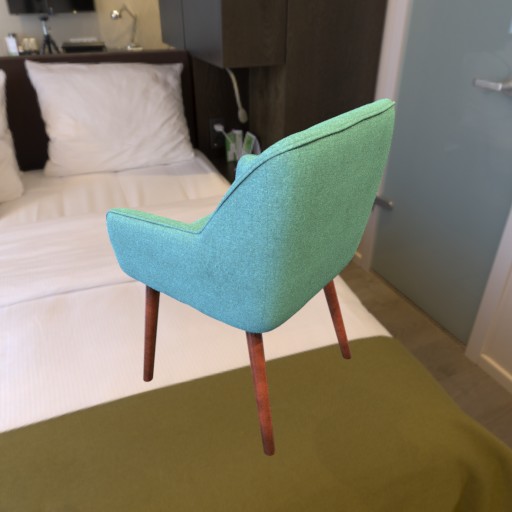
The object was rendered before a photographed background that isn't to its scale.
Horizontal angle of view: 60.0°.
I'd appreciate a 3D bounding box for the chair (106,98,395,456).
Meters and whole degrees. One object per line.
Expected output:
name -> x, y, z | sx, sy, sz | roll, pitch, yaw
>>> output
chair -> 0.000, 0.000, 1.175 | 0.519, 0.803, 0.543 | 21, 37, 31
